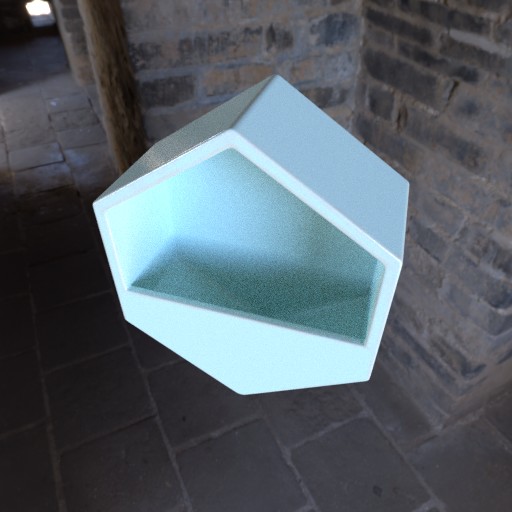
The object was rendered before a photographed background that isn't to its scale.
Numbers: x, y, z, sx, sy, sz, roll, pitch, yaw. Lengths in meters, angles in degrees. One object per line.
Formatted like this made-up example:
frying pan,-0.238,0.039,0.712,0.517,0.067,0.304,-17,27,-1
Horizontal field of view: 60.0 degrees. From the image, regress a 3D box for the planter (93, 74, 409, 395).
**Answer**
planter,0.000,0.000,0.288,0.169,0.207,0.078,11,42,13
